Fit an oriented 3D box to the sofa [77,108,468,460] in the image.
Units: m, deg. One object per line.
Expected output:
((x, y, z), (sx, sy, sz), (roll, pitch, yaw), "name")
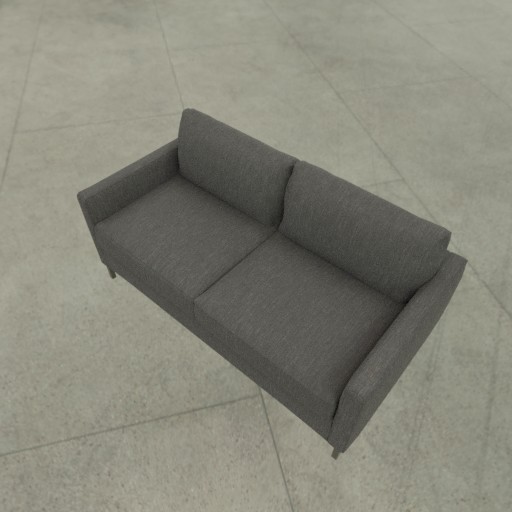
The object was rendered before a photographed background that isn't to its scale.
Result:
((0.000, 0.000, 2.177), (1.682, 0.840, 0.875), (32, 55, 27), "sofa")
